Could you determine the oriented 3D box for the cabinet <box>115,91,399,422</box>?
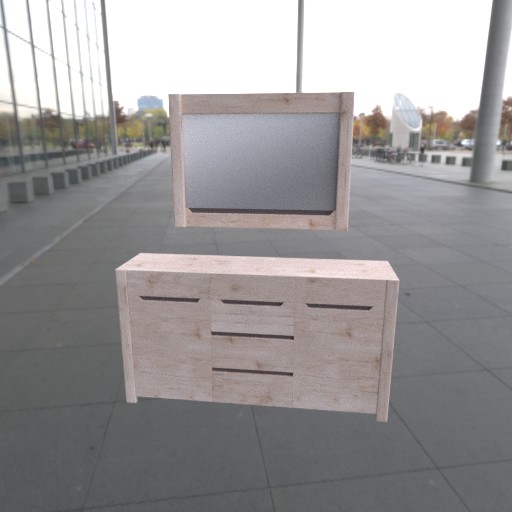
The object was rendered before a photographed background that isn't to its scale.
[{"bbox_3d":[0.000,0.000,2.811,1.700,1.981,0.420,2,15,7],"label":"cabinet"}]
